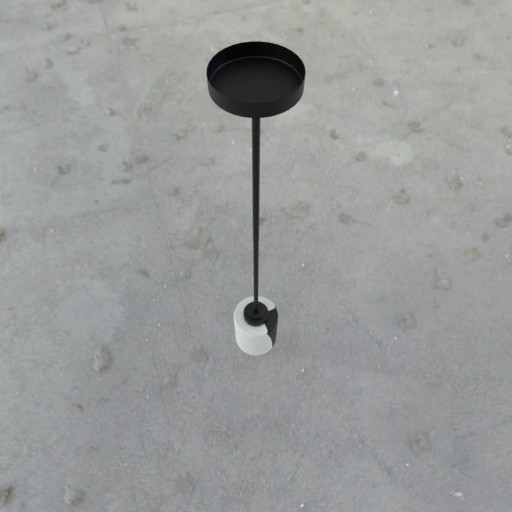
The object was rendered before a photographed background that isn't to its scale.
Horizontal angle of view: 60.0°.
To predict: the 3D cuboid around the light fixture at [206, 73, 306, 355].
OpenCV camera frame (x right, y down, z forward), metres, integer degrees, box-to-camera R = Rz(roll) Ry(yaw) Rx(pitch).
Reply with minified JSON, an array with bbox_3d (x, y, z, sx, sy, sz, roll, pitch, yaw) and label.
[{"bbox_3d":[0.000,0.000,0.916,0.123,0.863,0.123,-15,59,-10],"label":"light fixture"}]
